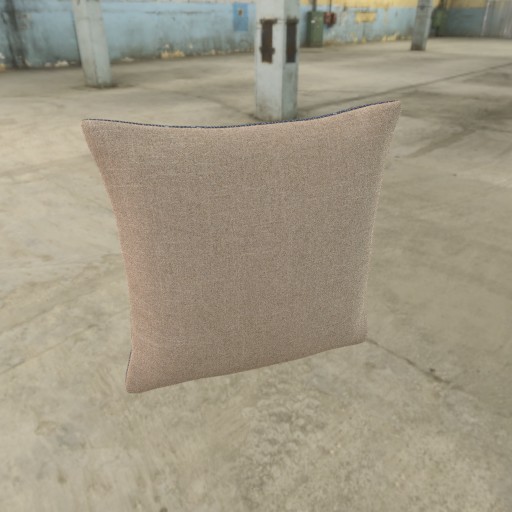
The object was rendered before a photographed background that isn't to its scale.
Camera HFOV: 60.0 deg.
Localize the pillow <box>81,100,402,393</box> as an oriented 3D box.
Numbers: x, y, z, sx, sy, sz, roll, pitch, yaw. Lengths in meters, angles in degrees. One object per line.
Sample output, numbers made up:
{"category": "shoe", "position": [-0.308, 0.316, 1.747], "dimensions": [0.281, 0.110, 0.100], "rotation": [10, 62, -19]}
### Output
{"category": "pillow", "position": [0.000, 0.000, 0.668], "dimensions": [0.435, 0.428, 0.148], "rotation": [-9, 29, -16]}
